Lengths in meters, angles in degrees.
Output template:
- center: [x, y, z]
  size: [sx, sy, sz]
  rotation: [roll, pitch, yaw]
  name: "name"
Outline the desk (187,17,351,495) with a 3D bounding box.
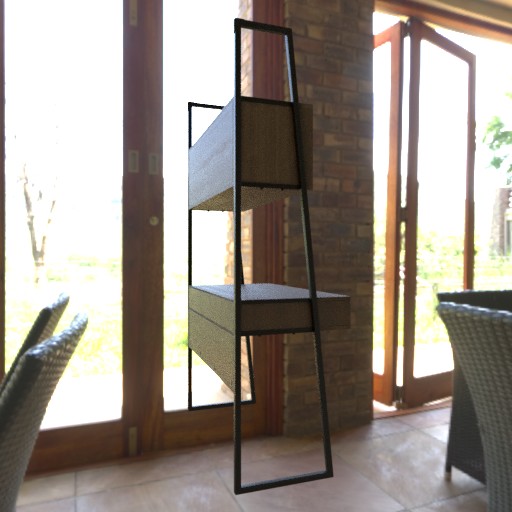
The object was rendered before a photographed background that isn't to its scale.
- center: [0.000, 0.000, 2.220]
  size: [0.515, 1.809, 0.982]
  rotation: [0, 0, -19]
  name: "desk"
